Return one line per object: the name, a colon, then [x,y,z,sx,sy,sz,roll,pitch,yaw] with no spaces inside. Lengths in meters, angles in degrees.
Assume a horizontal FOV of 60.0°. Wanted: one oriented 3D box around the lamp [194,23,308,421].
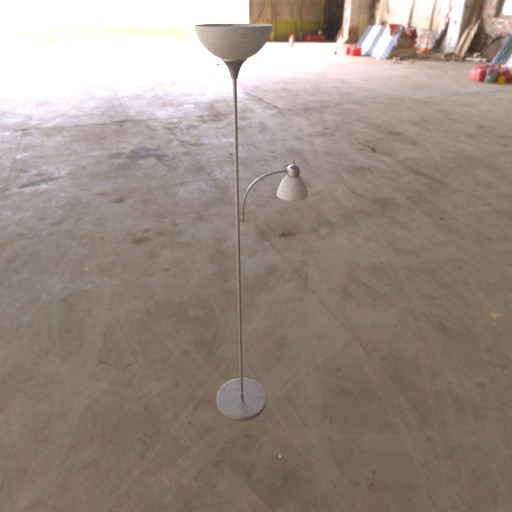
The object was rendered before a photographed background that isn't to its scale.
lamp: [0.000,0.000,1.950,0.425,1.804,0.279,0,30,-1]
